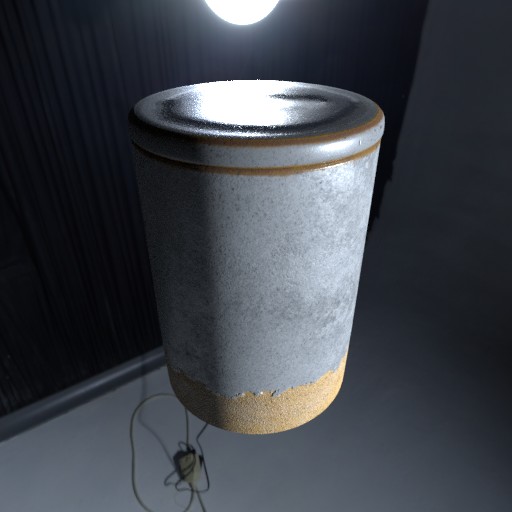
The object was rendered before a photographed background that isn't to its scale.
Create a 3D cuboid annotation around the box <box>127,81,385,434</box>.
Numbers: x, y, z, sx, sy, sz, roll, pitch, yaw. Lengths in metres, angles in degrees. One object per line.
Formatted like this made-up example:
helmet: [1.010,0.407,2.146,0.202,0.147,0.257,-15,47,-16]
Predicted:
box: [0.000,0.000,0.250,0.118,0.168,0.118,0,32,0]
